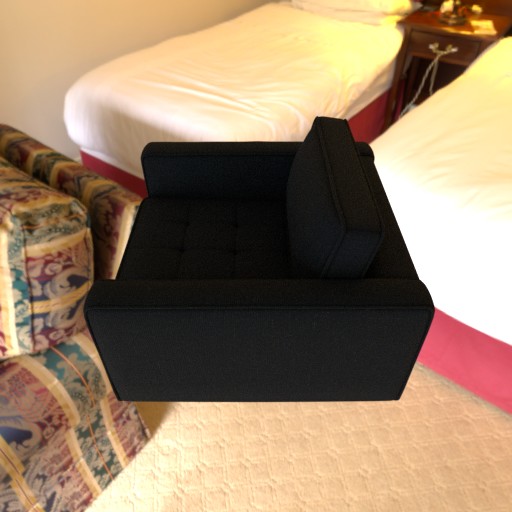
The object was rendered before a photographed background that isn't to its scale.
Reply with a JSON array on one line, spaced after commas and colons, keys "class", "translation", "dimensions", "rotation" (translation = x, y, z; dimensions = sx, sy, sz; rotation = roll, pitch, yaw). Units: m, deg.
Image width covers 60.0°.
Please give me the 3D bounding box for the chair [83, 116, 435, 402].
[{"class": "chair", "translation": [0.000, 0.000, 1.569], "dimensions": [0.920, 0.770, 0.899], "rotation": [0, 42, 0]}]
